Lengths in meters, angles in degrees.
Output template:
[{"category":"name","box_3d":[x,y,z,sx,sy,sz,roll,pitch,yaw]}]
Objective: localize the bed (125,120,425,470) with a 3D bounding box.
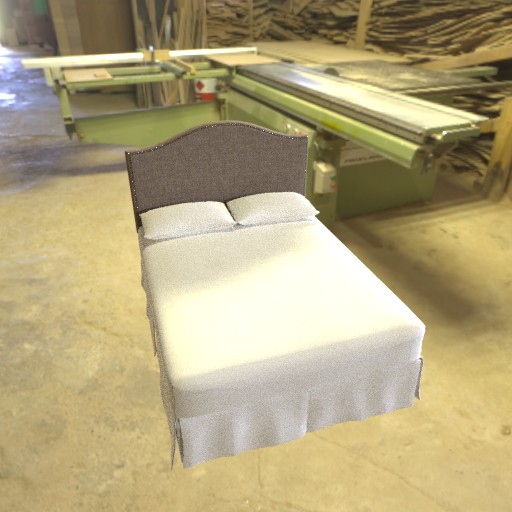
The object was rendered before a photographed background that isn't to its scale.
[{"category":"bed","box_3d":[0.000,0.000,3.307,1.713,1.518,2.153,-9,32,-15]}]
